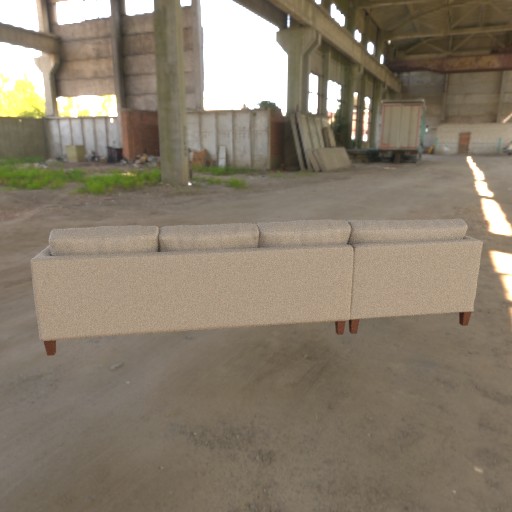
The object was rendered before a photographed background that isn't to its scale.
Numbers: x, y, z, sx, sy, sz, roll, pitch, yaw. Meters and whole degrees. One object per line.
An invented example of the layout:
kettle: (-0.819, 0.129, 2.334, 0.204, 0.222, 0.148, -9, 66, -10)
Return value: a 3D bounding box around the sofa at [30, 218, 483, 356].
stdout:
sofa: (0.000, 0.000, 3.879, 3.186, 0.846, 1.625, -2, 16, -9)
